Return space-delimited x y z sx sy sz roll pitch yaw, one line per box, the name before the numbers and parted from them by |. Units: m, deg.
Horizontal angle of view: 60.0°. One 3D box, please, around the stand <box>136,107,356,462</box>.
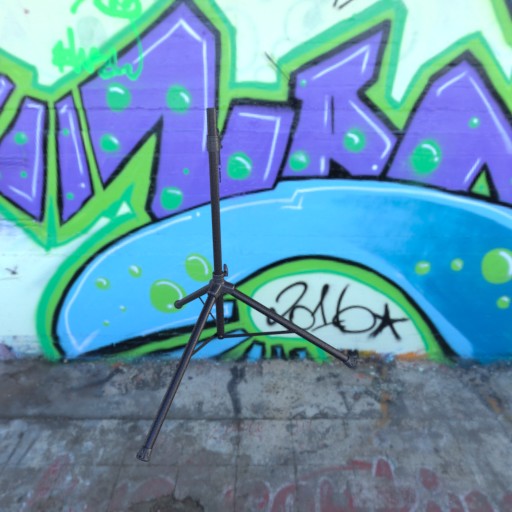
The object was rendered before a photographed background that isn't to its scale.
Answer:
stand | 0.000 0.000 1.777 0.907 1.136 1.045 0 26 0
